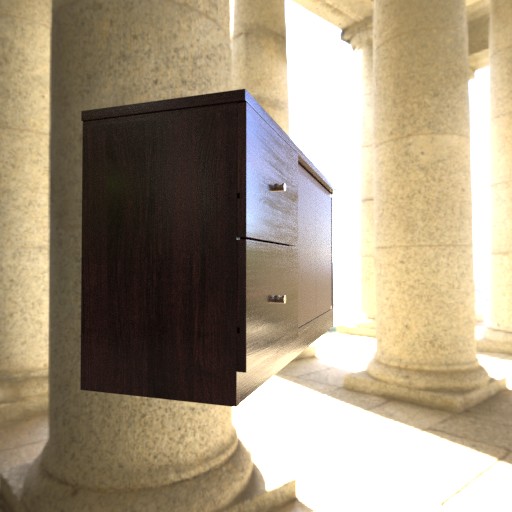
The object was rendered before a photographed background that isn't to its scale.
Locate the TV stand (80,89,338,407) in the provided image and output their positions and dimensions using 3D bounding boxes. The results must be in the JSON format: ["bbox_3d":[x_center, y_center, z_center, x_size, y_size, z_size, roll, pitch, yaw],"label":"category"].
[{"bbox_3d":[0.000,0.000,1.463,0.404,0.614,1.192,0,-1,19],"label":"TV stand"}]
